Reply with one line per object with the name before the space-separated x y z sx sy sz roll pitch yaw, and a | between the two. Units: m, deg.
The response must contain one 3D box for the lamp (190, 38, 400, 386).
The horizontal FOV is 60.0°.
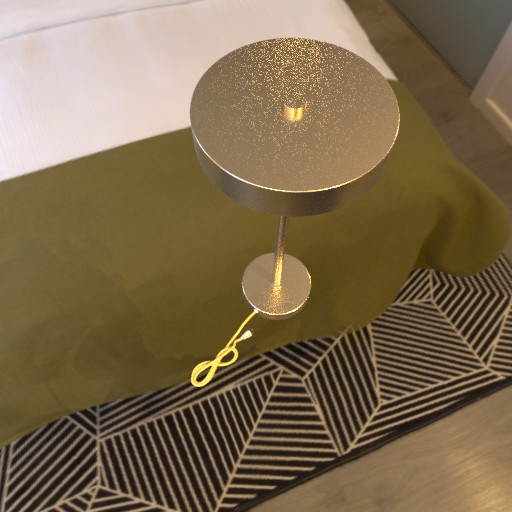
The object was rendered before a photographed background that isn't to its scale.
lamp | 0.000 0.000 0.676 0.229 0.508 0.369 33 67 16
